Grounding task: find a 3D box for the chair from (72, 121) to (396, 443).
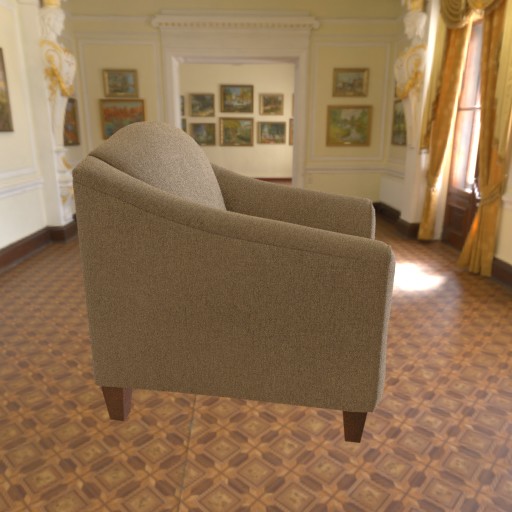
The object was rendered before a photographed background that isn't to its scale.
[{"bbox_3d":[0.000,0.000,1.434,0.787,0.839,0.763,3,16,10],"label":"chair"}]
